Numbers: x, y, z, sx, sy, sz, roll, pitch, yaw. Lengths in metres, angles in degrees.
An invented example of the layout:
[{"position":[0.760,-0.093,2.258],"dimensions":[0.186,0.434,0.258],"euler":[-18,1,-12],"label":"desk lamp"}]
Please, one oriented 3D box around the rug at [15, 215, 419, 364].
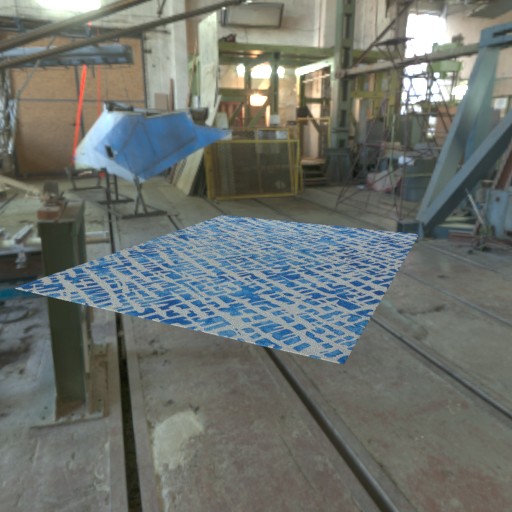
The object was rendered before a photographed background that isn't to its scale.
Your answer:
[{"position":[0.000,0.000,3.987],"dimensions":[2.435,0.007,3.007],"euler":[8,18,25],"label":"rug"}]
